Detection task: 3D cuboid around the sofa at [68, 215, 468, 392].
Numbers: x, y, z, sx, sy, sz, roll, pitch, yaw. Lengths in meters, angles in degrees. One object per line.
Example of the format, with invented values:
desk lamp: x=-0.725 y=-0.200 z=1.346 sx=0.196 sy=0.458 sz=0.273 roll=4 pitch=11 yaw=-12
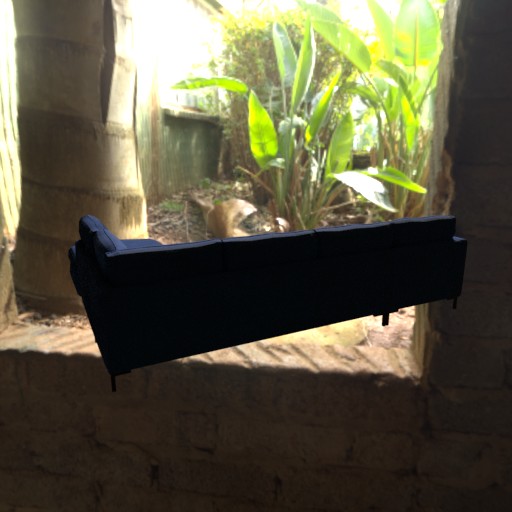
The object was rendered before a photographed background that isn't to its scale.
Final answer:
sofa: x=0.000 y=0.000 z=3.307 sx=2.486 sy=0.687 sz=1.707 roll=-7 pitch=17 yaw=-26
